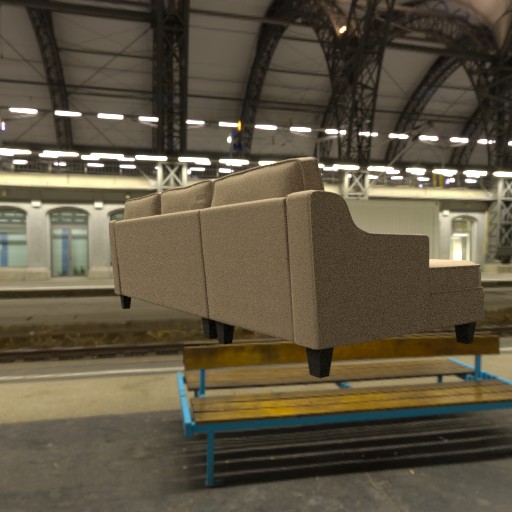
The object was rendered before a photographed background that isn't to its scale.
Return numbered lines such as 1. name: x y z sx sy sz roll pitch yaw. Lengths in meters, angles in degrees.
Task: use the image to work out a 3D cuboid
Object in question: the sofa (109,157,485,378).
1. sofa: 0.000 0.000 3.093 1.294 0.928 2.561 -1 2 -35
